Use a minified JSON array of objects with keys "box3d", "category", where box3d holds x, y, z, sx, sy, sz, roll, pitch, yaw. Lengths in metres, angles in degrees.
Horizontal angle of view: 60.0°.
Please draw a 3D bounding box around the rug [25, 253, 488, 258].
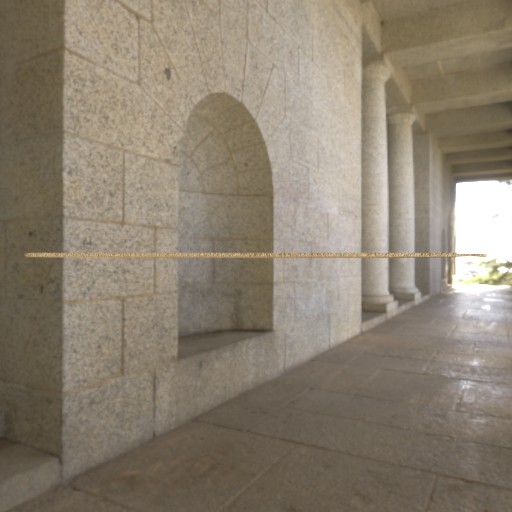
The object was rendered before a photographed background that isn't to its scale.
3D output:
[{"box3d":[0.000,0.000,3.435,2.700,0.024,1.801,0,0,0],"category":"rug"}]
